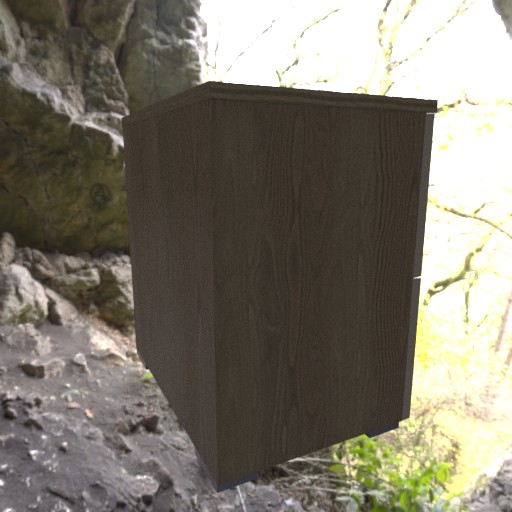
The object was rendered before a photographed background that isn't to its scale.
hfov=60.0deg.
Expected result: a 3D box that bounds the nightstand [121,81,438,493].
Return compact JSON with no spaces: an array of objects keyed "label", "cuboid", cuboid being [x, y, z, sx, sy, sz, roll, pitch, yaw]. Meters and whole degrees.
[{"label":"nightstand","cuboid":[0.000,0.000,0.737,0.325,0.461,0.442,-6,14,-26]}]
